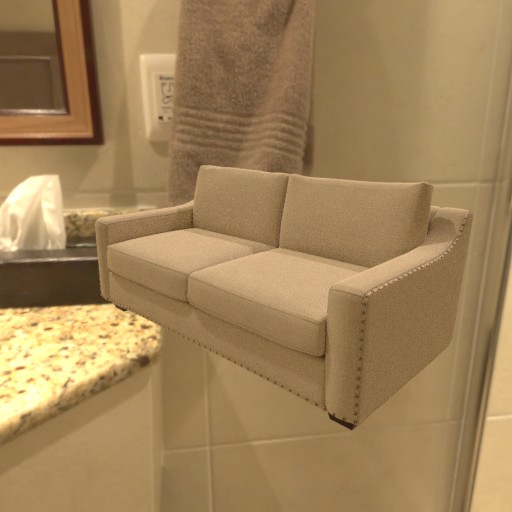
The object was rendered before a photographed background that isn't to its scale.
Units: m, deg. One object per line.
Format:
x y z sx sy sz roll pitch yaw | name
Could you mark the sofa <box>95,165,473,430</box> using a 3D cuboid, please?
0.000 0.000 2.721 2.107 0.983 1.104 15 21 42 | sofa
